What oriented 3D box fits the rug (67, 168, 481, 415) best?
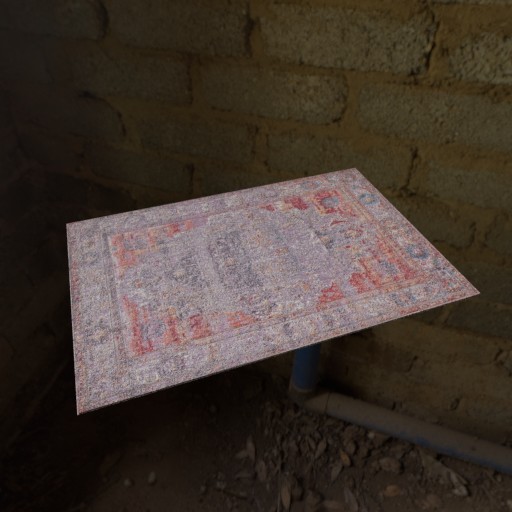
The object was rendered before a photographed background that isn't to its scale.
[{"bbox_3d":[0.000,0.000,2.292,1.829,0.005,1.219,-13,44,-14],"label":"rug"}]
